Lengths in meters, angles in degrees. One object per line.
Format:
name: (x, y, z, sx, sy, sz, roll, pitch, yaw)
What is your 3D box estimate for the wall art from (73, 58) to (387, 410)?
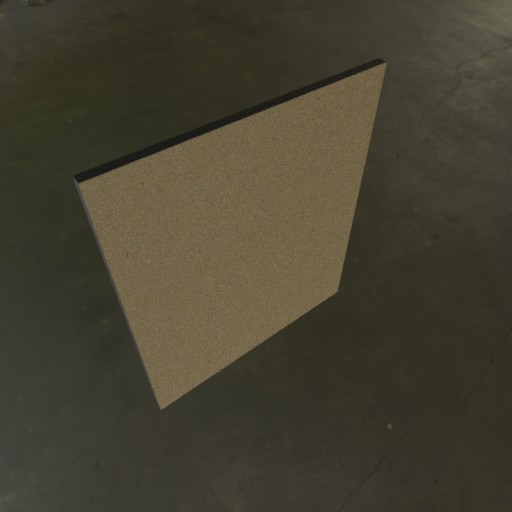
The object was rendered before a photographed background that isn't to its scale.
wall art: (0.000, 0.000, 1.205, 0.755, 0.863, 0.028, -29, 53, -25)
